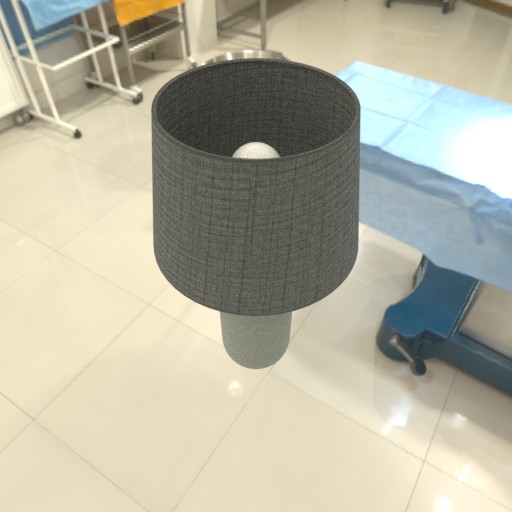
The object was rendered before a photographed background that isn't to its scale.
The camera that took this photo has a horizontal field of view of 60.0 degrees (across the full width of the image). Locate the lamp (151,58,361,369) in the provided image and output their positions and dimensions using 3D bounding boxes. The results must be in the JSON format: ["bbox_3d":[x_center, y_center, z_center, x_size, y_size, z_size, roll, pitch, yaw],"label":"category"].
[{"bbox_3d":[0.000,0.000,0.579,0.251,0.429,0.251,0,46,0],"label":"lamp"}]
